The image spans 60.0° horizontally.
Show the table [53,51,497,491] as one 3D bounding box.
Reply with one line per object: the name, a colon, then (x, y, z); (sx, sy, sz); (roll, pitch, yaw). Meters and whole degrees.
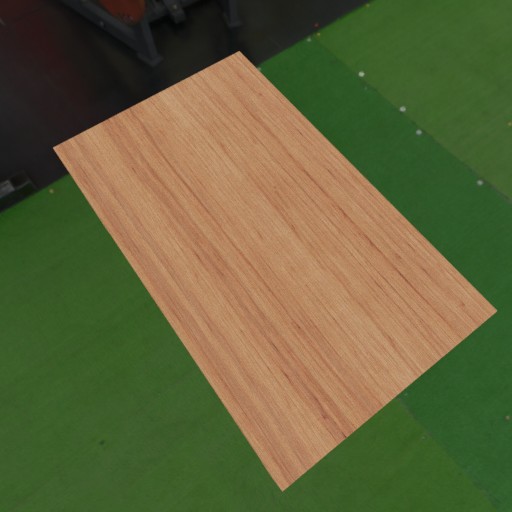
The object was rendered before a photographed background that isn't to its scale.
table: (0.000, 0.000, 1.449); (0.695, 0.457, 1.146); (-34, 70, -14)
